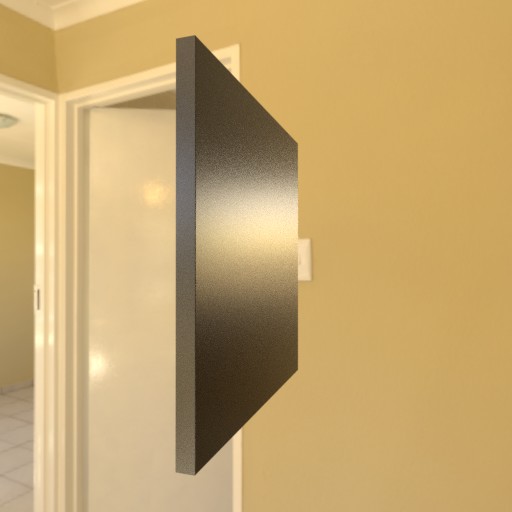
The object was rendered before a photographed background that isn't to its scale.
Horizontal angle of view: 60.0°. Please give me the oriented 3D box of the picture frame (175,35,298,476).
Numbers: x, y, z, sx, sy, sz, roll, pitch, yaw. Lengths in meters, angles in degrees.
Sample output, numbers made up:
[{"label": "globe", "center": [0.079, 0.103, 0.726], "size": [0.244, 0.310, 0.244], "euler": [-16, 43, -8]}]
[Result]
[{"label": "picture frame", "center": [0.000, 0.000, 0.829], "size": [0.029, 0.557, 0.559], "euler": [0, 0, 19]}]
